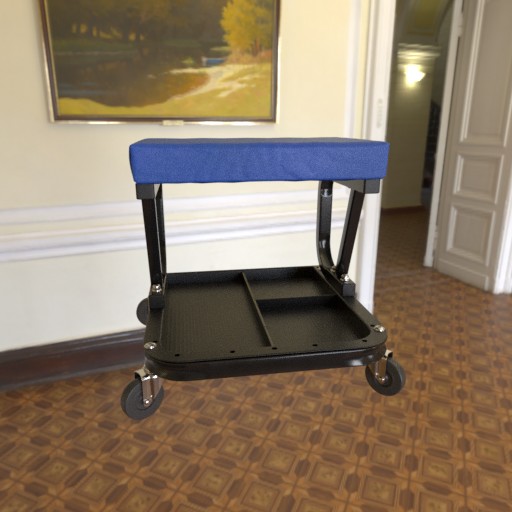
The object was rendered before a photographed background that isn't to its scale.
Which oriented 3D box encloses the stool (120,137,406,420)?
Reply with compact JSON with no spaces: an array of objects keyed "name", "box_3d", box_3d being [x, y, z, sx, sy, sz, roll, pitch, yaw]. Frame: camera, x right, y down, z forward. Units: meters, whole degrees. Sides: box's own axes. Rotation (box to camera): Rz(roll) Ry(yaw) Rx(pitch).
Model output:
[{"name":"stool","box_3d":[0.000,0.000,0.747,0.446,0.380,0.371,-3,17,-9]}]
